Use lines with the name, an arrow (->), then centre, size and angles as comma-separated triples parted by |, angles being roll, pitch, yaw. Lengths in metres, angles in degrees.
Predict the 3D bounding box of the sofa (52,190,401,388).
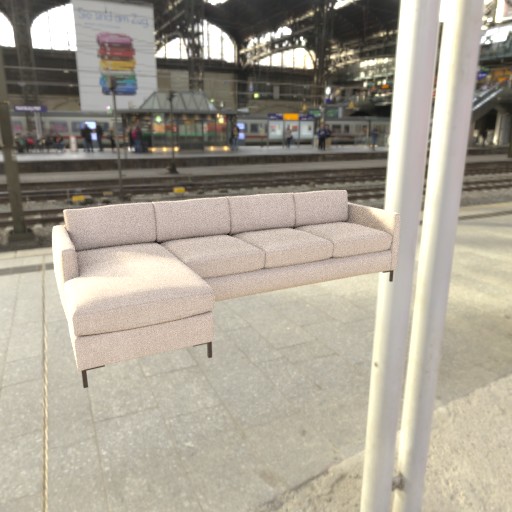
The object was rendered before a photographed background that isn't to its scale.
sofa -> 0.000, 0.000, 3.554 | 2.923, 0.816, 1.469 | -8, 17, -26
